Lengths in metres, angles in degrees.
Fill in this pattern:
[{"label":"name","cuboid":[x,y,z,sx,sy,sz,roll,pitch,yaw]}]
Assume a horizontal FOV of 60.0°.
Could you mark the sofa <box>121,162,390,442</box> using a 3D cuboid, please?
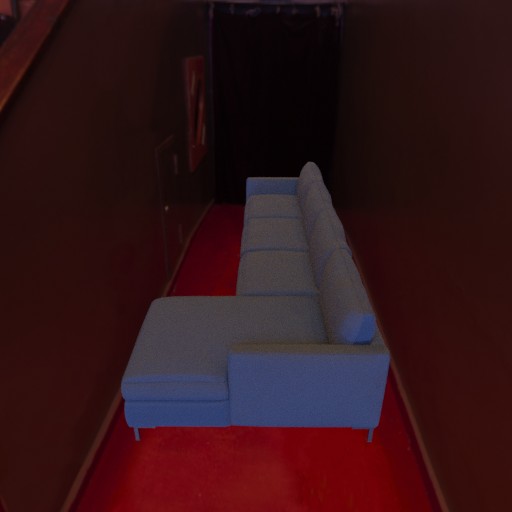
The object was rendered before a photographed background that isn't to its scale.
[{"label":"sofa","cuboid":[0.000,0.000,3.258,1.255,0.756,2.725,0,27,1]}]
